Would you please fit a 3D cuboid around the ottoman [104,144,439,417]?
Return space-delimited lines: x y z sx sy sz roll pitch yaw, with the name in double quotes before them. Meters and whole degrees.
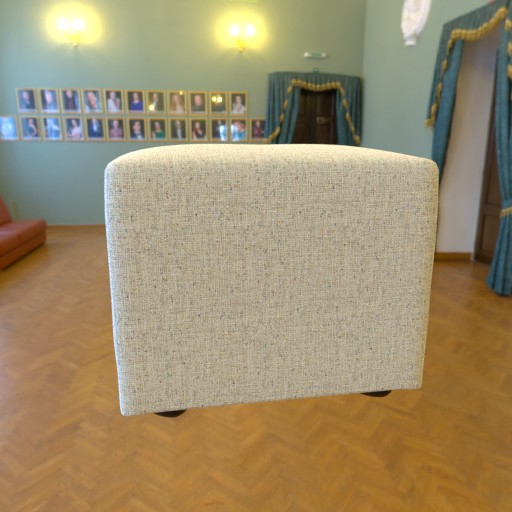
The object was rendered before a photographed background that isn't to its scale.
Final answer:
"ottoman" 0.000 0.000 0.926 0.521 0.453 0.512 -2 14 -9
